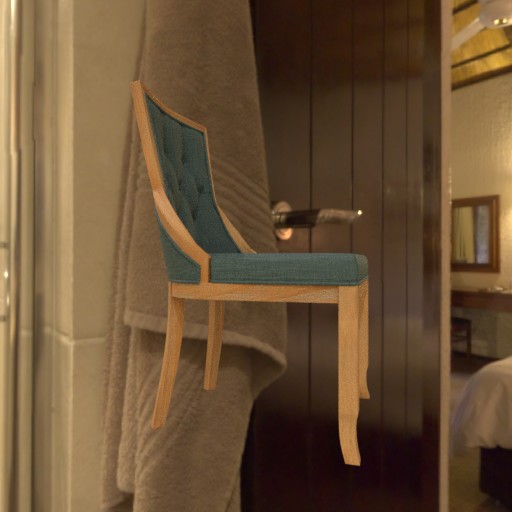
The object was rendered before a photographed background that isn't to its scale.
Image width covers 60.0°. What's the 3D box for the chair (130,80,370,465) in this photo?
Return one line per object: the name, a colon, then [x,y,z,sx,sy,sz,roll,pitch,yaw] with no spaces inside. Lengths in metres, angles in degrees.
chair: [0.000,0.000,1.335,0.641,0.947,0.524,0,0,17]
